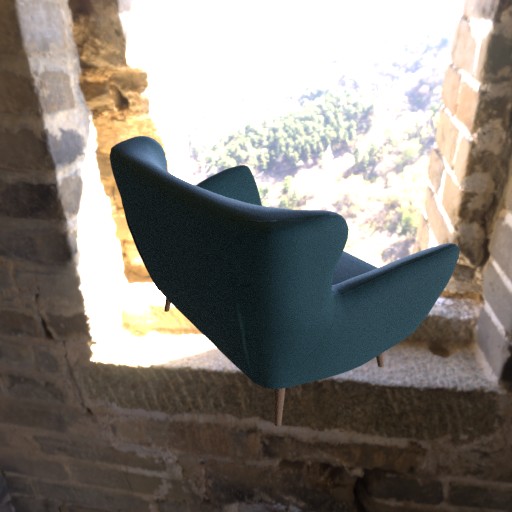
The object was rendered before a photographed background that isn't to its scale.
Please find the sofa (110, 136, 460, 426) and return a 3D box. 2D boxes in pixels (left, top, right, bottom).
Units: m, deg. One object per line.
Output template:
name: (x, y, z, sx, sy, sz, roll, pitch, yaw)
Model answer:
sofa: (0.000, 0.000, 1.944, 0.889, 0.889, 1.397, -18, 32, -32)
